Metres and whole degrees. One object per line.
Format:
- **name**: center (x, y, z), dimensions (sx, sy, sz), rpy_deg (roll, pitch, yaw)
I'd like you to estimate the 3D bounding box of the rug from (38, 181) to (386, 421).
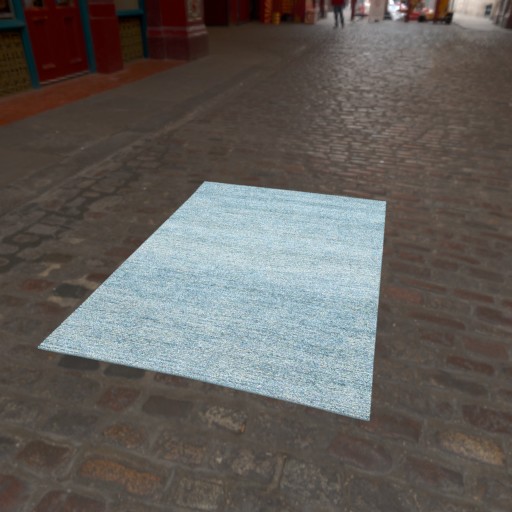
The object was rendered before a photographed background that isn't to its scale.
- **rug**: center (0.000, 0.000, 2.928), dimensions (1.611, 0.026, 2.260), rpy_deg (8, 32, 14)
